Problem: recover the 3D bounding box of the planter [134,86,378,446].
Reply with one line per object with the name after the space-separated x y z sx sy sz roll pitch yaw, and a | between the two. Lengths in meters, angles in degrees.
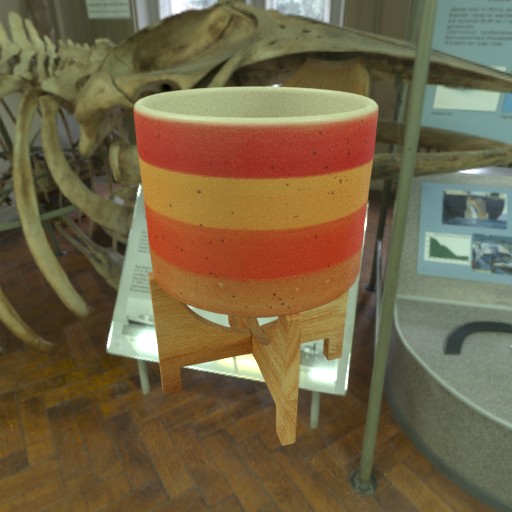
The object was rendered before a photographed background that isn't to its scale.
0.000 0.000 0.562 0.269 0.379 0.269 0 27 0 | planter
